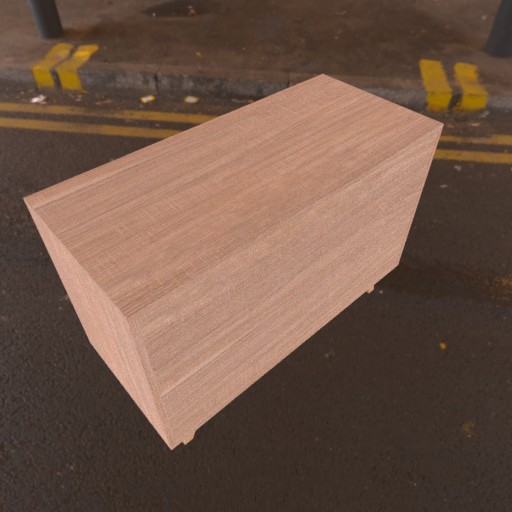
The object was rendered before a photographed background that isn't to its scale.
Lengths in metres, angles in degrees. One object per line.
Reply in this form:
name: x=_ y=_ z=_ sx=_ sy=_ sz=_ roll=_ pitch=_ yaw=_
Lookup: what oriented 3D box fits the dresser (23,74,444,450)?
dresser: x=0.000 y=0.000 z=1.510 sx=1.110 sy=0.780 sz=0.500 roll=-33 pitch=53 yaw=-28
